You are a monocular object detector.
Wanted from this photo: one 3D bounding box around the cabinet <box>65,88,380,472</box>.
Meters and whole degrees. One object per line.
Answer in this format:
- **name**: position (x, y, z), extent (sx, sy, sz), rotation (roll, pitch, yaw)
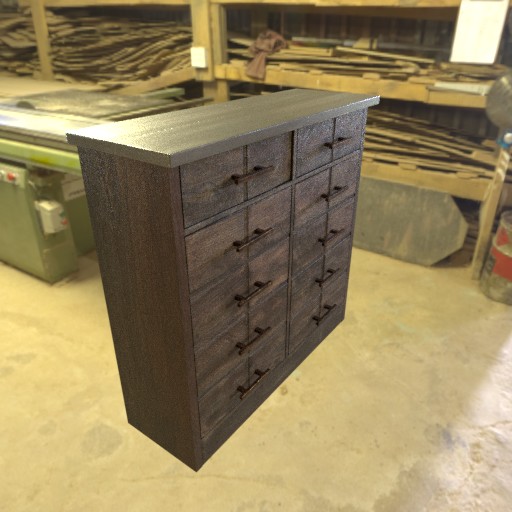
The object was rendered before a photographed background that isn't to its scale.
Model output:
- **cabinet**: position (0.000, 0.000, 1.450), extent (0.338, 0.919, 0.968), rotation (19, 33, 32)
